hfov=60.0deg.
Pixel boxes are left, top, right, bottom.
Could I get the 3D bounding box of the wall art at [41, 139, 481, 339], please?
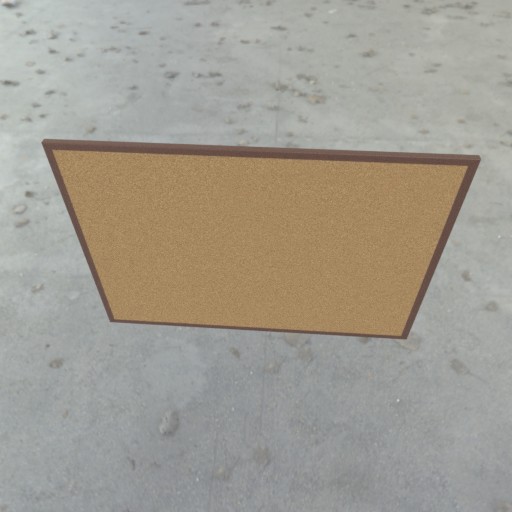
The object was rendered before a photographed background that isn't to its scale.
[{"bbox_3d":[0.000,0.000,0.827,0.660,0.455,0.014,3,45,3],"label":"wall art"}]
